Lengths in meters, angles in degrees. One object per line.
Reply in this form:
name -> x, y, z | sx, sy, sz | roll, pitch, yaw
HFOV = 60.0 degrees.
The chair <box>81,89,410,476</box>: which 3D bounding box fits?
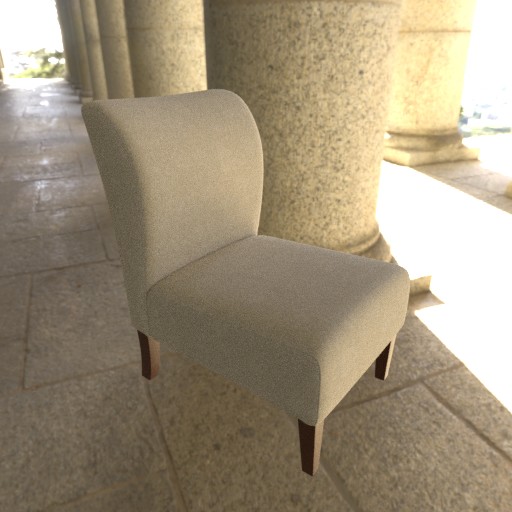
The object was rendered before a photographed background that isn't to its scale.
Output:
chair -> 0.000, 0.000, 1.261 | 0.754, 0.833, 0.521 | 18, 31, 34
